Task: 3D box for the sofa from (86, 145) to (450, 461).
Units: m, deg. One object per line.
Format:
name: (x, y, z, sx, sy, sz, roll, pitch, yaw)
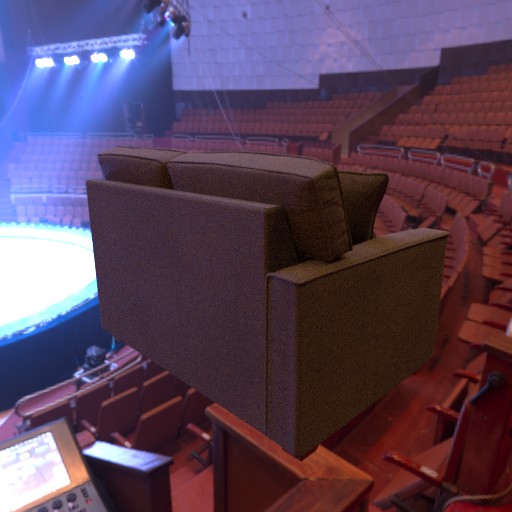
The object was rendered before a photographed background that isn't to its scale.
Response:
sofa: (0.000, 0.000, 2.066, 0.991, 0.989, 1.388, -14, 21, -42)
